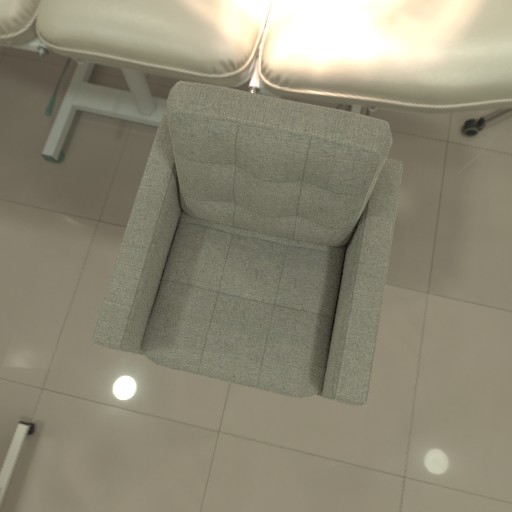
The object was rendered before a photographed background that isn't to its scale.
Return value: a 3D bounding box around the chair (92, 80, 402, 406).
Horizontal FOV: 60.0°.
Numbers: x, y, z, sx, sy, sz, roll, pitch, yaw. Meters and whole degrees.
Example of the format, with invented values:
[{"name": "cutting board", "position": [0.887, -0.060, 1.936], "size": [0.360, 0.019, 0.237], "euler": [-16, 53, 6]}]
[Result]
[{"name": "chair", "position": [0.000, 0.000, 1.489], "size": [0.821, 0.880, 0.843], "euler": [12, 75, 3]}]
